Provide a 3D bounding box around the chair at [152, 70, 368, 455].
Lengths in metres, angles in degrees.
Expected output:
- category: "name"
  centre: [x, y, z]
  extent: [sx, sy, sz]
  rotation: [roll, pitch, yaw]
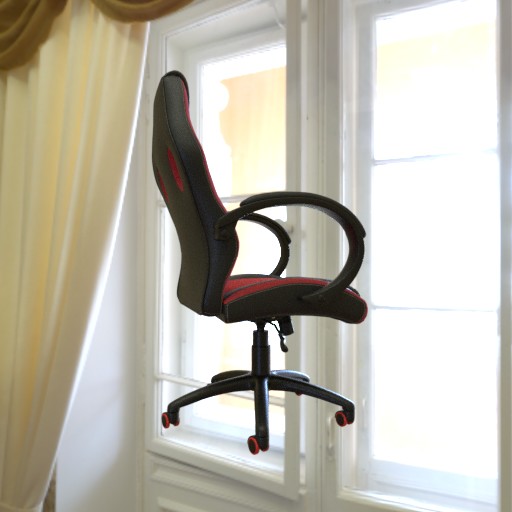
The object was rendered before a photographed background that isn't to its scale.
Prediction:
- category: "chair"
  centre: [0.000, 0.000, 1.629]
  extent: [0.724, 1.187, 0.673]
  rotation: [0, 0, -19]
